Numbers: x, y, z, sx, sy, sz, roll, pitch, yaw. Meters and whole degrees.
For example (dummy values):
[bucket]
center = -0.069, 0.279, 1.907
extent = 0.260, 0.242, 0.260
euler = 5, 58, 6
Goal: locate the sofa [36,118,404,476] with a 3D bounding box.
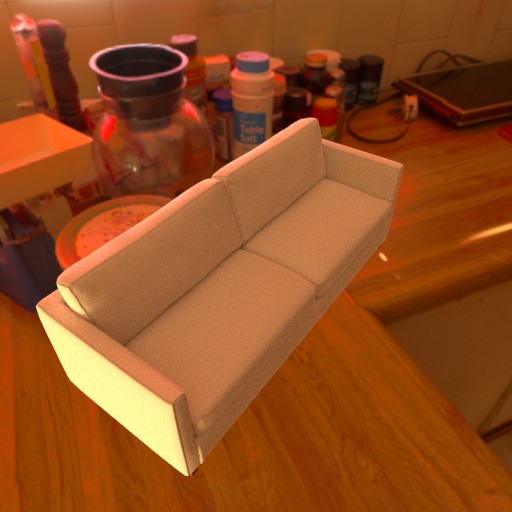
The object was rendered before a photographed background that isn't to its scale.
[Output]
[sofa]
center = 0.000, 0.000, 2.798
extent = 0.951, 0.962, 2.361
euler = 26, 47, 27
